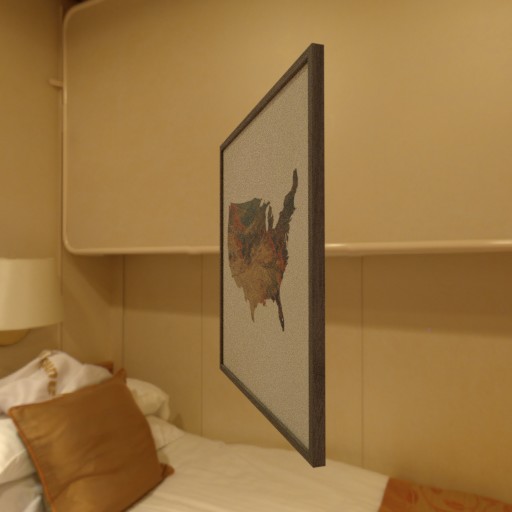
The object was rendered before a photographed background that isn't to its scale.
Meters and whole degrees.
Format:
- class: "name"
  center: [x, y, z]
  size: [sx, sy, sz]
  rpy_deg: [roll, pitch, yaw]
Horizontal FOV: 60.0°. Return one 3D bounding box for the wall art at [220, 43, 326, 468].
- class: "wall art"
  center: [0.000, 0.000, 0.771]
  size: [0.016, 0.507, 0.508]
  rpy_deg: [0, -1, -17]
